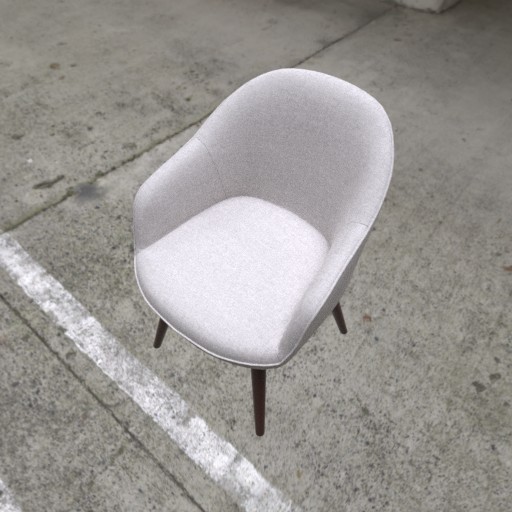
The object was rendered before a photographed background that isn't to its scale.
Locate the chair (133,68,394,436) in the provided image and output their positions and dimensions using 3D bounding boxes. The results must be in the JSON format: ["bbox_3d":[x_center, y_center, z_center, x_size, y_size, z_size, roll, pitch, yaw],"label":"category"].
[{"bbox_3d":[0.000,0.000,1.264,0.596,0.823,0.635,32,56,25],"label":"chair"}]
